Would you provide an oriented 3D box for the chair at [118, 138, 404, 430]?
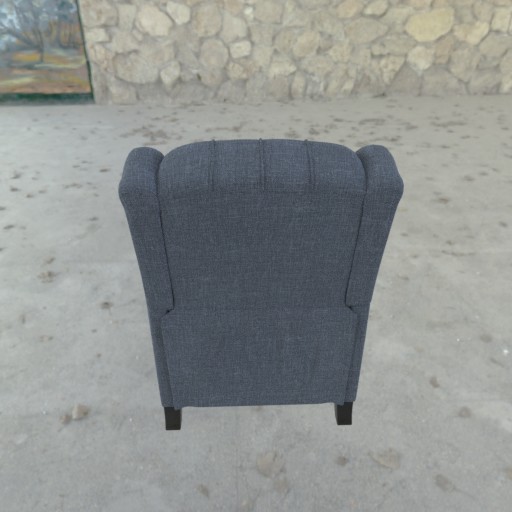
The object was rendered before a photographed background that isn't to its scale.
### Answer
[{"bbox_3d":[0.000,0.000,1.624,0.742,1.035,0.898,-1,30,-2],"label":"chair"}]
